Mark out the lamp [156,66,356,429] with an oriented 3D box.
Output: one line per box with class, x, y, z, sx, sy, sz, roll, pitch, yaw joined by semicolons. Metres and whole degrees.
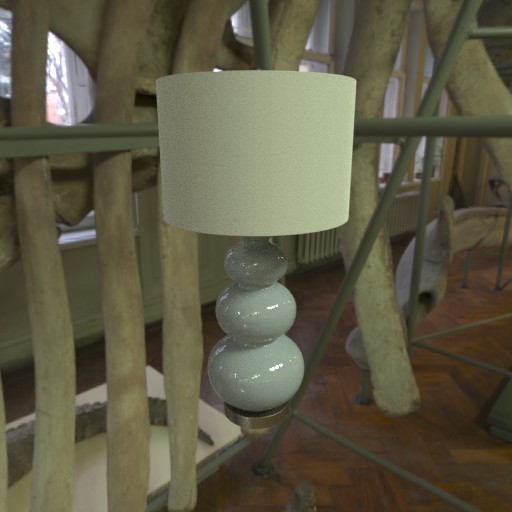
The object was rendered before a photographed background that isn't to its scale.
lamp;0.000;0.000;0.923;0.367;0.730;0.367;15;22;42
